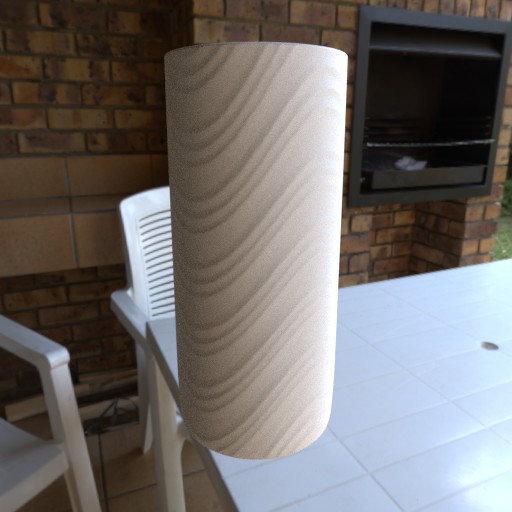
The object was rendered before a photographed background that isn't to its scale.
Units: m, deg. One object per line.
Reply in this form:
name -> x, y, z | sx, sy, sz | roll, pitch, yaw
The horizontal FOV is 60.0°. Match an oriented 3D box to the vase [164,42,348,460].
vase -> 0.000, 0.000, 0.383 | 0.143, 0.316, 0.143 | 0, 16, 0
